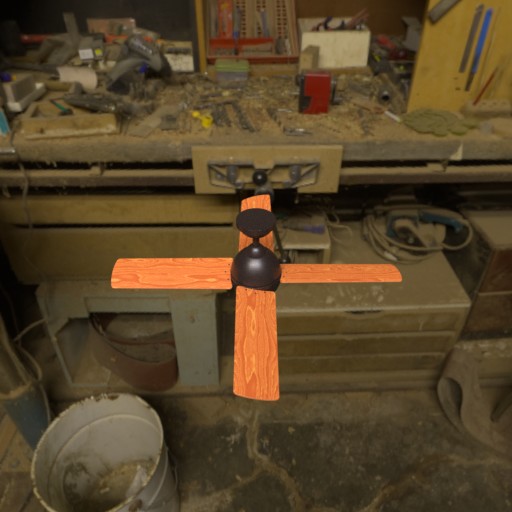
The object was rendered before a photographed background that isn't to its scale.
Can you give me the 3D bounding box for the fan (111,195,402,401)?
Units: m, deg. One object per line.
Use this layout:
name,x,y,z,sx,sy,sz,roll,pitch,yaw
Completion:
fan,0.000,0.000,1.997,1.332,0.403,1.332,0,39,0
